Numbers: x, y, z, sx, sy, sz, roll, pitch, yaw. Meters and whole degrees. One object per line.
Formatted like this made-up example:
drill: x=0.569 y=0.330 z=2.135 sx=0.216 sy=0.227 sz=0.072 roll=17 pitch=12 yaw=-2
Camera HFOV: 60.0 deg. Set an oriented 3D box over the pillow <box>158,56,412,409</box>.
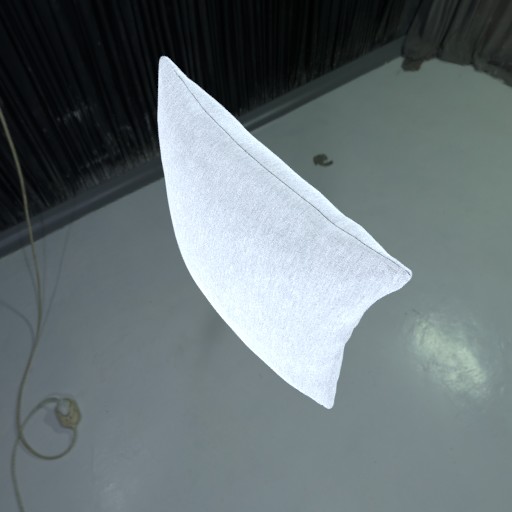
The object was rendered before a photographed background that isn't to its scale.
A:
pillow: x=0.000 y=0.000 z=0.675 sx=0.173 sy=0.436 sz=0.433 roll=-34 pitch=63 yaw=-20
